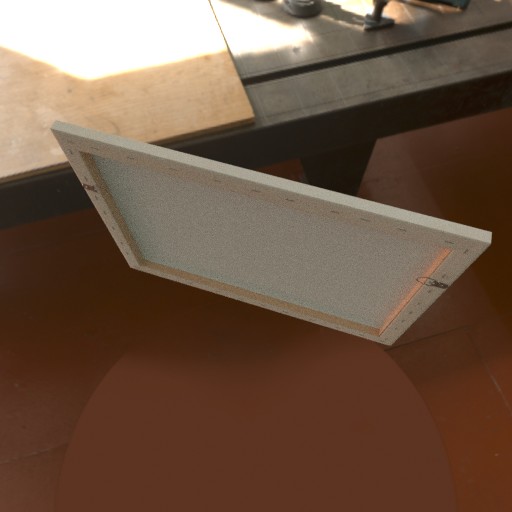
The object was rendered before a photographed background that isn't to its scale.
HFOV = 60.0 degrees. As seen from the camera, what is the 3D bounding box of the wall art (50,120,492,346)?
[{"bbox_3d":[0.000,0.000,1.583,1.219,0.912,0.042,16,64,8],"label":"wall art"}]
